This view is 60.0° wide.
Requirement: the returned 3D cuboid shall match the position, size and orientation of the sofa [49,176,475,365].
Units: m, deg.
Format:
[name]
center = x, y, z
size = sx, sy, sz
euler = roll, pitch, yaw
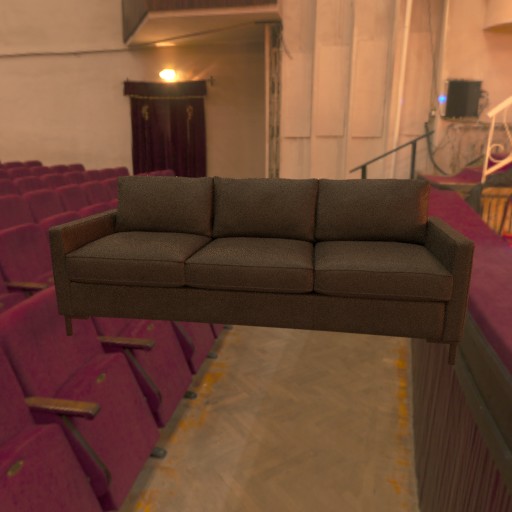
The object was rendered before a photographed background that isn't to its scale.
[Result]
[sofa]
center = 0.000, 0.000, 2.386
size = 2.029, 0.805, 0.748
euler = 2, 14, 9
